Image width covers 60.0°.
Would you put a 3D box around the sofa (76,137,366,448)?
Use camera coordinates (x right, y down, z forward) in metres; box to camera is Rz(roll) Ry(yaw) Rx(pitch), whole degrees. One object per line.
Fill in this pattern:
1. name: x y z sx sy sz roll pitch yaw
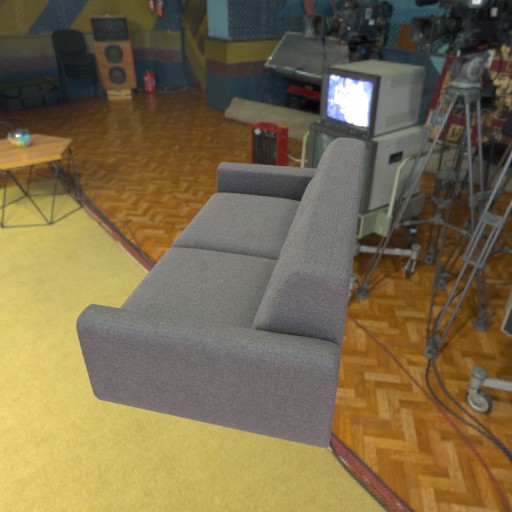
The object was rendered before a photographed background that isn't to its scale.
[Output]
1. sofa: 0.000 0.000 2.141 0.909 0.841 1.631 7 32 12
